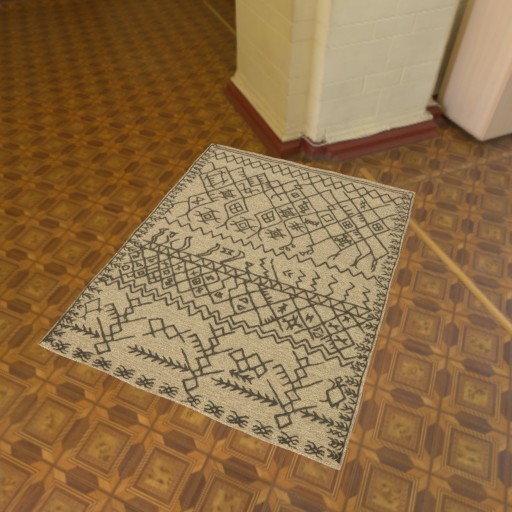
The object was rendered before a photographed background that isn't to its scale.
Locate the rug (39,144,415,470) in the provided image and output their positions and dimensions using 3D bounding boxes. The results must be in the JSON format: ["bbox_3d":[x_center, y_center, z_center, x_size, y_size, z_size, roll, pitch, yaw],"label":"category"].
[{"bbox_3d":[0.000,0.000,3.288,1.964,0.025,2.455,17,49,15],"label":"rug"}]
